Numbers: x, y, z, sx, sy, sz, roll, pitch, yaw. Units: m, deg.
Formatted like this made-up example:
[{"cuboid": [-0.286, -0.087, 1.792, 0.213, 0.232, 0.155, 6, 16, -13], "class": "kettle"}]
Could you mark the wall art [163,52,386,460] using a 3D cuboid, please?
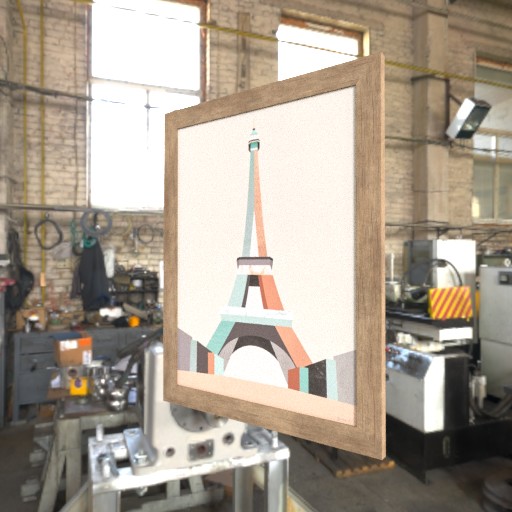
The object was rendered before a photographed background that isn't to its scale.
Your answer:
[{"cuboid": [0.000, 0.000, 0.908, 0.534, 0.686, 0.018, 0, -1, 36], "class": "wall art"}]
